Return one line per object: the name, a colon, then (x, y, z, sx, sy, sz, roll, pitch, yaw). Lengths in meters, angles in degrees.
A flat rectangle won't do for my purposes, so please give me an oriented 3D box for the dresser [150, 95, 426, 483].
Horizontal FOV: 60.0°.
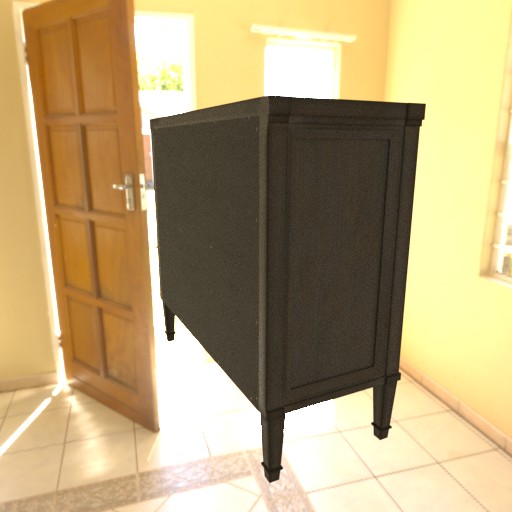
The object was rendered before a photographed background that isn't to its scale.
dresser: (0.000, 0.000, 1.607, 0.463, 0.986, 1.049, -7, 16, -26)
